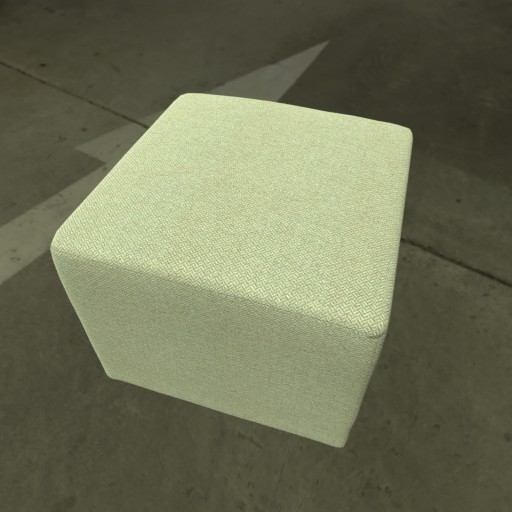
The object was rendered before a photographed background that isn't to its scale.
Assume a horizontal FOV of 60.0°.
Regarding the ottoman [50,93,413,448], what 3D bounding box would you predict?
[{"bbox_3d":[0.000,0.000,0.904,0.512,0.453,0.521,13,48,12],"label":"ottoman"}]
